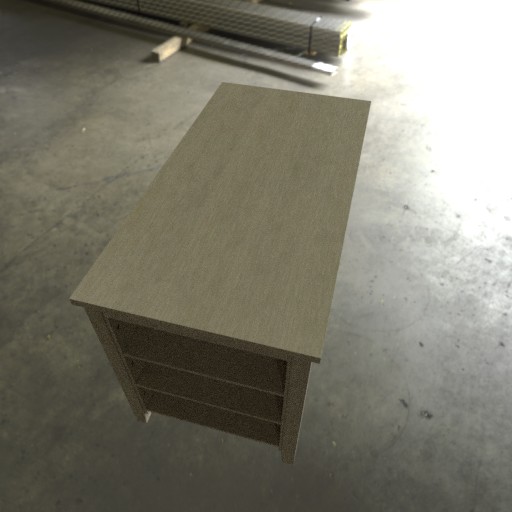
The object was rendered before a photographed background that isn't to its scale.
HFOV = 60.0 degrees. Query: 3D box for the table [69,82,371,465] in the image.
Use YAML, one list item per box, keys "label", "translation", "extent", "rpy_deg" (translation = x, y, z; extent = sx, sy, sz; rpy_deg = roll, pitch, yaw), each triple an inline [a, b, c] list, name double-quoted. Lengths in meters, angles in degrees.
- label: "table"
  translation: [0.000, 0.000, 1.984]
  extent: [0.729, 0.874, 1.397]
  rpy_deg: [11, 48, 10]
